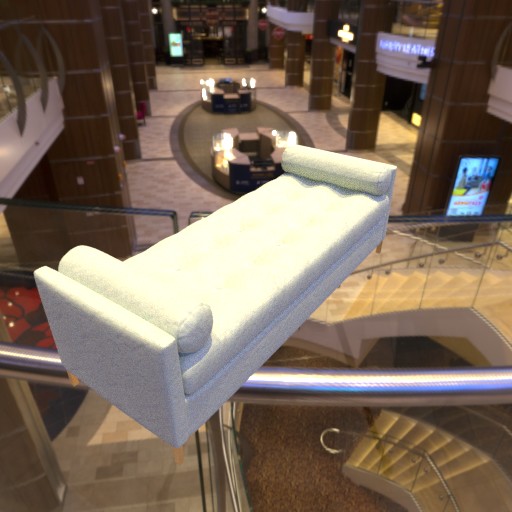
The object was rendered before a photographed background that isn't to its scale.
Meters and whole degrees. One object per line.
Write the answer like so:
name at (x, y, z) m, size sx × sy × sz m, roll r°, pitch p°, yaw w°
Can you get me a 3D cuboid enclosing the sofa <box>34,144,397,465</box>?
sofa at (0.000, 0.000, 2.495) m, size 0.796 × 0.705 × 2.102 m, roll 21°, pitch 37°, yaw 30°
